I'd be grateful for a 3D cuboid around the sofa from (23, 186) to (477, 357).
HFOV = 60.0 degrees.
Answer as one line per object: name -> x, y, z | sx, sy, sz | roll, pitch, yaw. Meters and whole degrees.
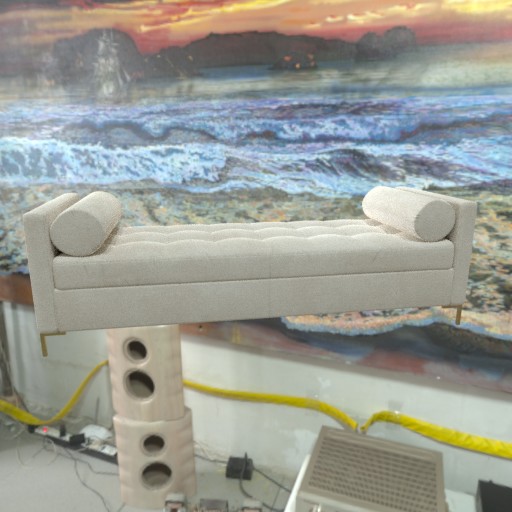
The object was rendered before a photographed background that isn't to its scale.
sofa -> 0.000, 0.000, 2.292 | 1.981, 0.635, 0.686 | -3, 15, -9
